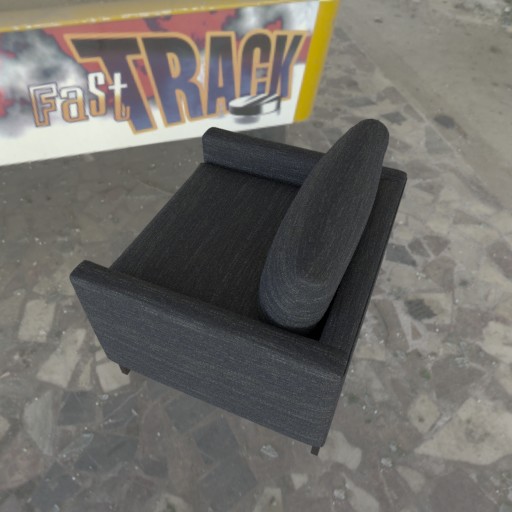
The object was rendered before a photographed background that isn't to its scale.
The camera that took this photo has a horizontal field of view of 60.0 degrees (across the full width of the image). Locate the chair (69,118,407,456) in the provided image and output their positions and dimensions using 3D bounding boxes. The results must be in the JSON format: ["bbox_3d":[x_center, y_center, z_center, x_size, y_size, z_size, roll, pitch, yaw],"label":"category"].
[{"bbox_3d":[0.000,0.000,1.637,0.866,0.861,0.963,17,49,16],"label":"chair"}]
